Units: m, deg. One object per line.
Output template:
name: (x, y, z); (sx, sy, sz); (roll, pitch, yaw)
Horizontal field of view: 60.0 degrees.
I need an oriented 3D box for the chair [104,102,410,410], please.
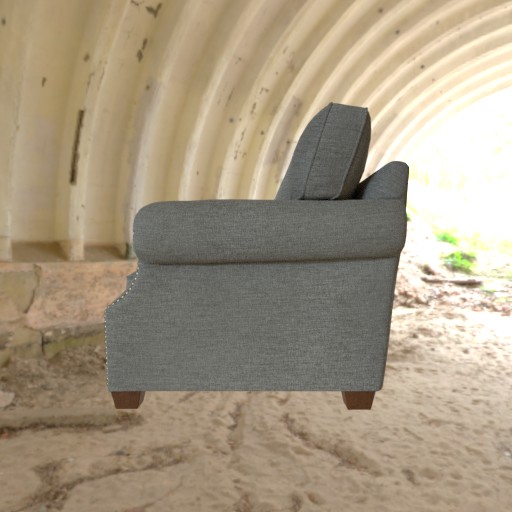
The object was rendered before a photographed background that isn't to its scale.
chair: (0.000, 0.000, 1.834); (0.965, 0.961, 1.092); (0, 1, 0)
